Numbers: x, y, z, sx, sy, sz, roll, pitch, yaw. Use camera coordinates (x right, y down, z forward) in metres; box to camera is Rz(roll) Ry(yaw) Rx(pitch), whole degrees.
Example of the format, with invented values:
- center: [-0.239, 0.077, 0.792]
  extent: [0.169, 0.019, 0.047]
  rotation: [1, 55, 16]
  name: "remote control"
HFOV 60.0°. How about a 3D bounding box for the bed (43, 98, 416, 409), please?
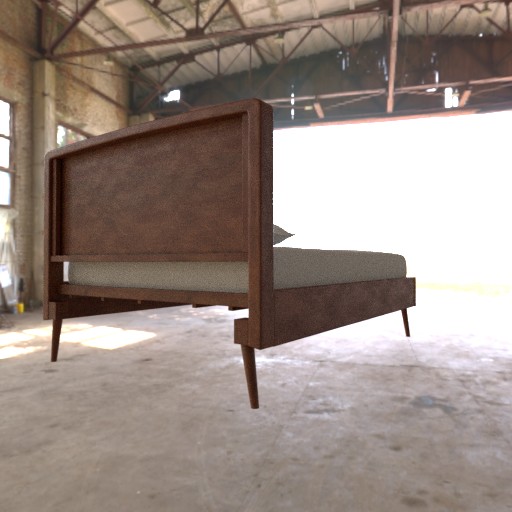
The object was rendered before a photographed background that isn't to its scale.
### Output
- center: [0.000, 0.000, 3.106]
  extent: [1.587, 1.275, 2.196]
  rotation: [-1, -1, 35]
  name: "bed"
